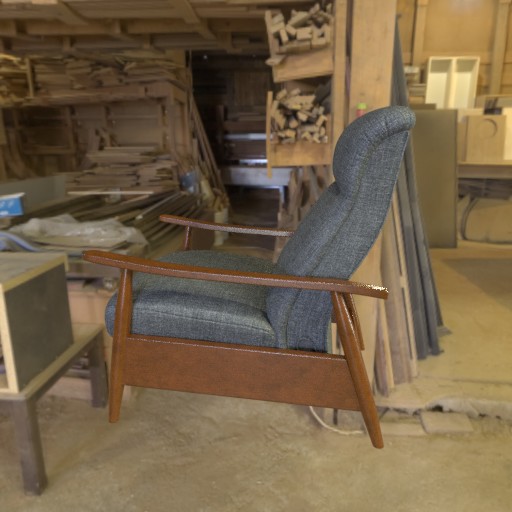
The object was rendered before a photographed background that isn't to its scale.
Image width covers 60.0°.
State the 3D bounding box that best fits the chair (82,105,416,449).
[{"bbox_3d":[0.000,0.000,1.736,1.030,1.082,0.762,2,15,8],"label":"chair"}]
